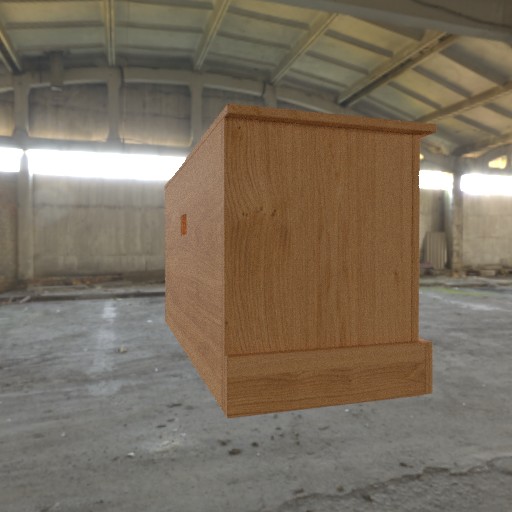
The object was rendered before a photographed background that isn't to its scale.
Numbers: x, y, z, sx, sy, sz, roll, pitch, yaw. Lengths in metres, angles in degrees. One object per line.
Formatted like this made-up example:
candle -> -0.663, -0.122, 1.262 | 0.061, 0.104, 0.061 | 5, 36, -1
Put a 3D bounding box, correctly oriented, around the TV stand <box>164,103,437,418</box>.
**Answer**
TV stand -> 0.000, 0.000, 1.350 | 0.440, 0.550, 1.080 | 0, 1, -17
